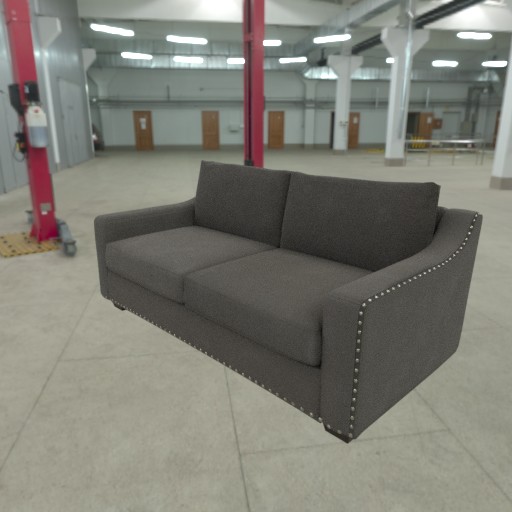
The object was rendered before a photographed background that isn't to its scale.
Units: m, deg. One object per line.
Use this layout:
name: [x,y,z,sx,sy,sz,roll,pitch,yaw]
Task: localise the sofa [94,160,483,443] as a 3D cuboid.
sofa: [0.000,0.000,3.195,1.336,1.196,2.550,-16,23,-42]
